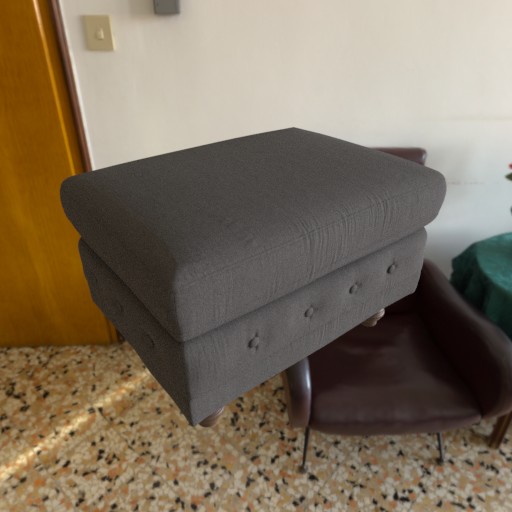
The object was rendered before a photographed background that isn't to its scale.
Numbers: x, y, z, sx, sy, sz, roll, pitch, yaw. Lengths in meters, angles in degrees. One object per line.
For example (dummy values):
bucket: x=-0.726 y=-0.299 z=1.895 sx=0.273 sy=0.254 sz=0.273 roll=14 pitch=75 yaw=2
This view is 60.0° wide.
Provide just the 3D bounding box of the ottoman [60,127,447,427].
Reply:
ottoman: x=0.000 y=0.000 z=1.149 sx=0.771 sy=0.500 sz=0.569 roll=-22 pitch=37 yaw=-32
